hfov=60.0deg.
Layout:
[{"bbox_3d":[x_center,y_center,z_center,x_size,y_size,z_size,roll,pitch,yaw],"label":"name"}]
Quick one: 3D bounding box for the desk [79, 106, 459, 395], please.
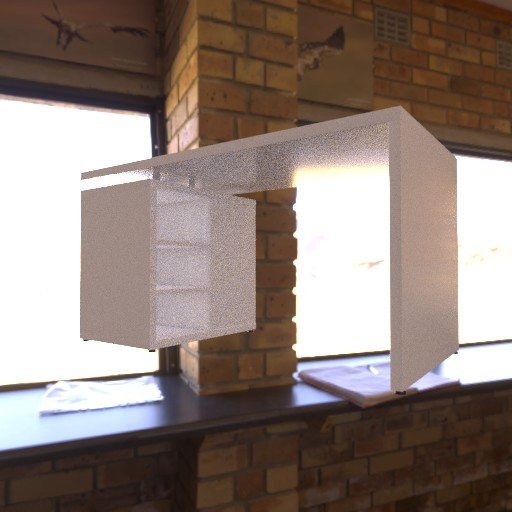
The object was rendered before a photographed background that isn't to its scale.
[{"bbox_3d":[0.000,0.000,1.813,1.400,0.740,0.690,-1,-2,35],"label":"desk"}]
